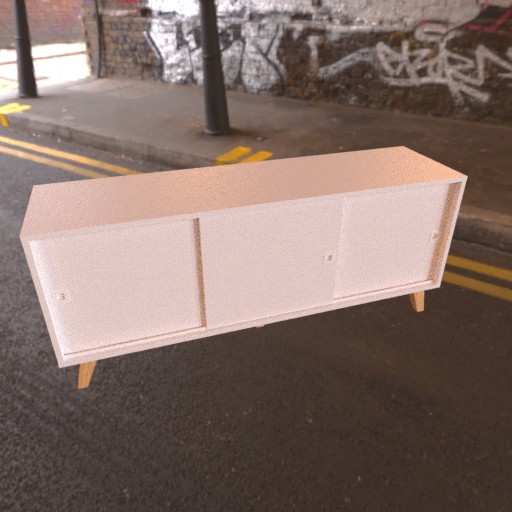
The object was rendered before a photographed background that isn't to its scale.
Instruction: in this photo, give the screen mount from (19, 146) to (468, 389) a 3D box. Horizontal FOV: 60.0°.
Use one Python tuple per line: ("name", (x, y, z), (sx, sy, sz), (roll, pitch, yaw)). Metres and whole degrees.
("screen mount", (0.000, 0.000, 1.729), (1.490, 0.619, 0.400), (-9, 32, -16))
